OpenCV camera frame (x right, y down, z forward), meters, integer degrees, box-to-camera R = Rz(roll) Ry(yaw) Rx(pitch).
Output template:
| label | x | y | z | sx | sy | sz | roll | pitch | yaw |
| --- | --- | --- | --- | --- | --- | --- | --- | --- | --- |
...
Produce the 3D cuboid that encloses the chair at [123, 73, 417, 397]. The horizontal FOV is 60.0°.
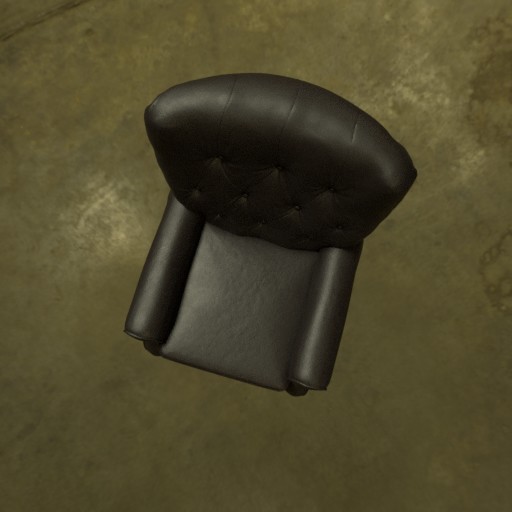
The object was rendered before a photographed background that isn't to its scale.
| label | x | y | z | sx | sy | sz | roll | pitch | yaw |
| --- | --- | --- | --- | --- | --- | --- | --- | --- | --- |
| chair | 0.000 | 0.000 | 1.916 | 0.948 | 1.158 | 1.058 | 15 | 77 | 4 |
